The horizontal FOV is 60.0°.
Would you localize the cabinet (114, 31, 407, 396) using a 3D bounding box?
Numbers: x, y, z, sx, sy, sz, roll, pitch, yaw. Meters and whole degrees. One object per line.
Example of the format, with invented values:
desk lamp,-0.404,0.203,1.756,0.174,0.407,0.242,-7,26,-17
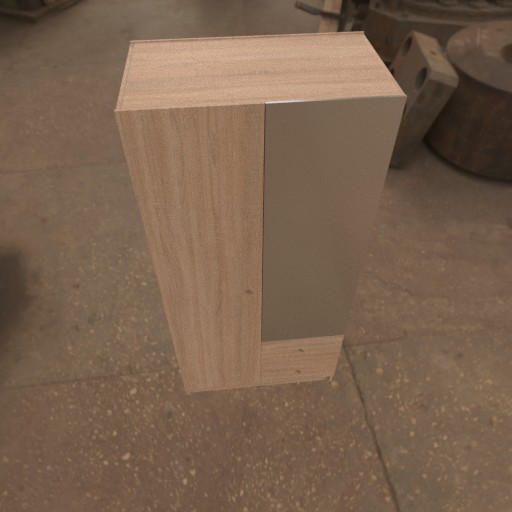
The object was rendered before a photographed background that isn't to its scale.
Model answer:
cabinet,0.000,0.000,2.464,1.001,2.121,0.590,-4,47,-4
